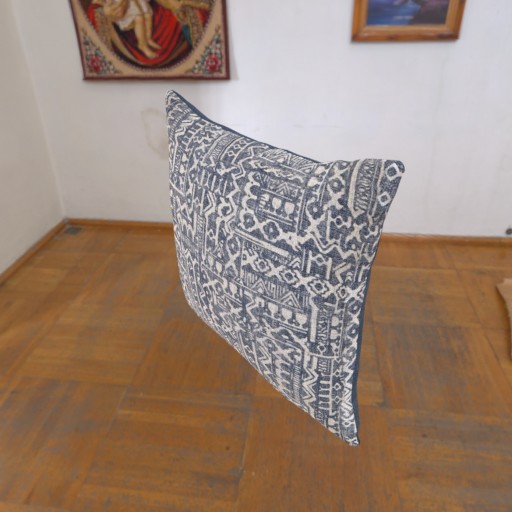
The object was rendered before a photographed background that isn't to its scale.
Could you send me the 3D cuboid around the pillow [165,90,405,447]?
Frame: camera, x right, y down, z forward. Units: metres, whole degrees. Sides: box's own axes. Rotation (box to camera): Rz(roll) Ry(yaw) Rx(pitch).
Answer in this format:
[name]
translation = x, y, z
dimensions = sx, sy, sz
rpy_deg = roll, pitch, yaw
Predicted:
[pillow]
translation = 0.000, 0.000, 0.785
dimensions = 0.180, 0.487, 0.546
rpy_deg = -22, 37, -32
